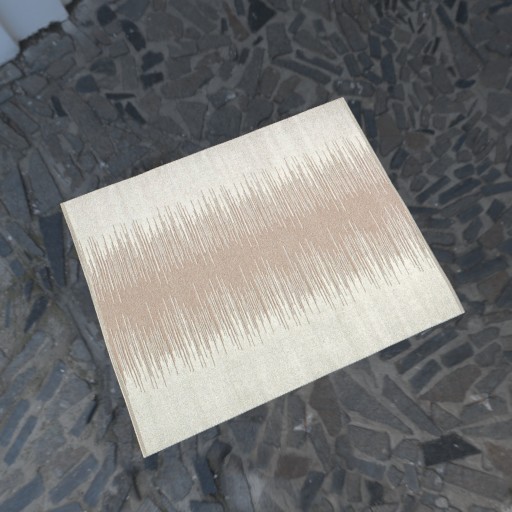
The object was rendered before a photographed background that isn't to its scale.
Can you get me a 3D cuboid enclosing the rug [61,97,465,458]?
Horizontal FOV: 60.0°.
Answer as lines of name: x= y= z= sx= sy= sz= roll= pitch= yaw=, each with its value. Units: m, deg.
rug: x=0.000 y=0.000 z=4.106 sx=3.048 sy=0.013 sz=2.438 roll=-22 pitch=75 yaw=-6
